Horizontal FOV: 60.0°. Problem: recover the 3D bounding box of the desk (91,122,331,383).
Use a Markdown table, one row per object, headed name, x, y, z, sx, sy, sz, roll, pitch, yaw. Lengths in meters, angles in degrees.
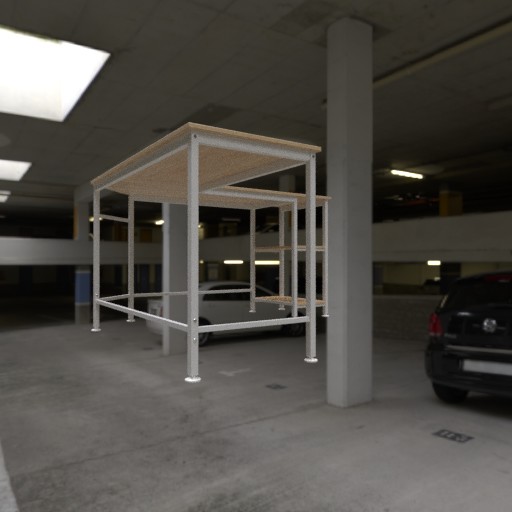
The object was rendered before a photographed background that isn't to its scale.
| name | x | y | z | sx | sy | sz | roll | pitch | yaw |
| --- | --- | --- | --- | --- | --- | --- | --- | --- | --- |
| desk | 0.000 | 0.000 | 2.207 | 1.379 | 0.739 | 1.379 | 0 | -1 | -34 |
